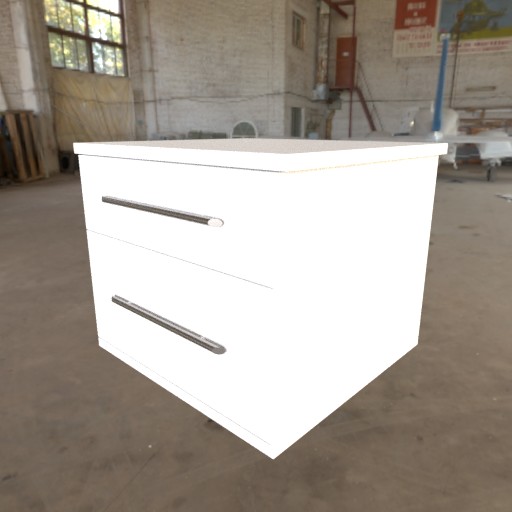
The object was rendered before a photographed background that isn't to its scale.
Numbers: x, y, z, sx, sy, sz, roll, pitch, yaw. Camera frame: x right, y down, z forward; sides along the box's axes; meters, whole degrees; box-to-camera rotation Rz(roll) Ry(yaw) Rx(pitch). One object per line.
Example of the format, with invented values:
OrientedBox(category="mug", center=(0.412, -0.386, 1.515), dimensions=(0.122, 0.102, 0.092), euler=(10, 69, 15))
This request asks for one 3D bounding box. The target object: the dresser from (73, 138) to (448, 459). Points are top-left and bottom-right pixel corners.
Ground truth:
OrientedBox(category="dresser", center=(0.000, 0.000, 0.729), dimensions=(0.430, 0.360, 0.400), euler=(15, 22, 41))
